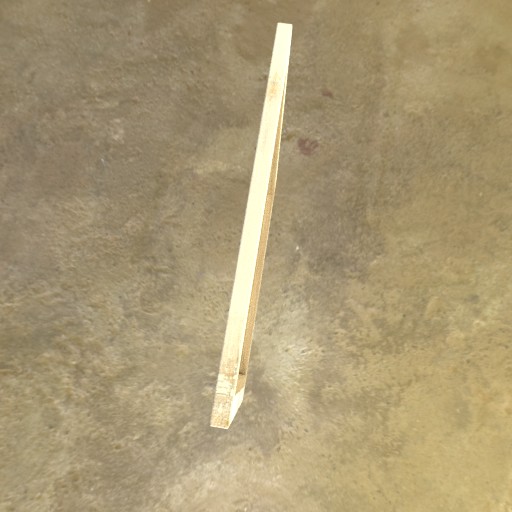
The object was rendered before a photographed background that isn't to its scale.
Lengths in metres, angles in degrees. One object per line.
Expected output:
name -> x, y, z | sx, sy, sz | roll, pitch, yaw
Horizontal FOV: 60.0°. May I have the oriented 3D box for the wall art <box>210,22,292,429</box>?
wall art -> 0.000, 0.000, 1.534 | 0.040, 1.018, 1.015 | 8, 75, 2
